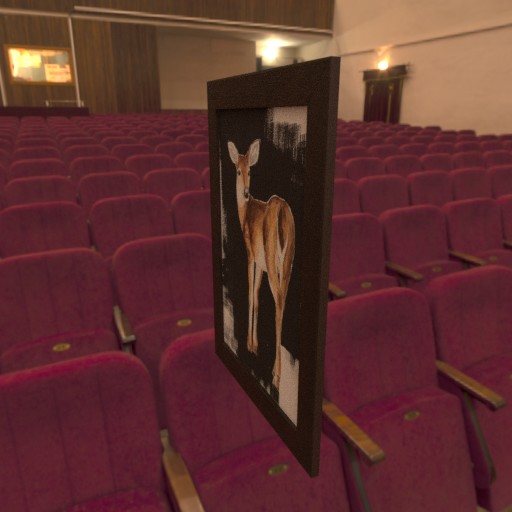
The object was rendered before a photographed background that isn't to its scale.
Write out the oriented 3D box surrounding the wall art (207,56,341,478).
[{"bbox_3d":[0.000,0.000,0.660,0.013,0.508,0.359,-8,19,-24],"label":"wall art"}]
